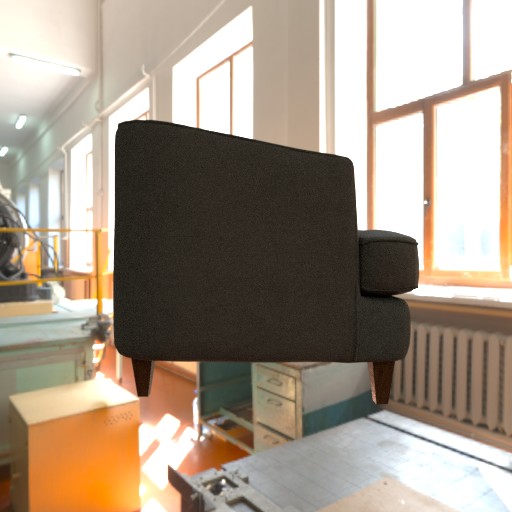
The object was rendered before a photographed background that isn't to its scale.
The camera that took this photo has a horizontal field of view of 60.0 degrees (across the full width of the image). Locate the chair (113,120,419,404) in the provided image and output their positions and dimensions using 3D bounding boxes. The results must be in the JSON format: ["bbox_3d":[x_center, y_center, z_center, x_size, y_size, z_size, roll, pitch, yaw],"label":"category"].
[{"bbox_3d":[0.000,0.000,1.751,0.941,0.852,1.104,0,0,-1],"label":"chair"}]
